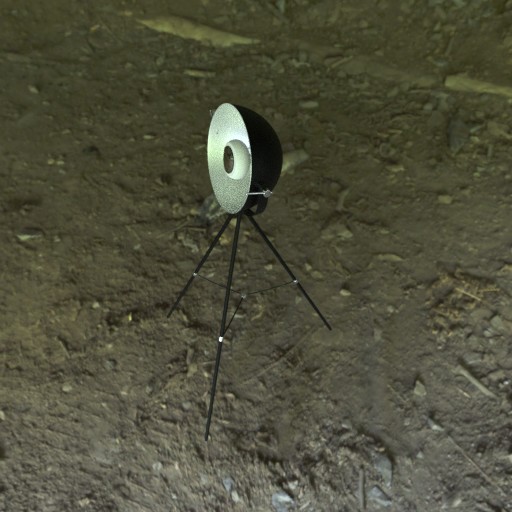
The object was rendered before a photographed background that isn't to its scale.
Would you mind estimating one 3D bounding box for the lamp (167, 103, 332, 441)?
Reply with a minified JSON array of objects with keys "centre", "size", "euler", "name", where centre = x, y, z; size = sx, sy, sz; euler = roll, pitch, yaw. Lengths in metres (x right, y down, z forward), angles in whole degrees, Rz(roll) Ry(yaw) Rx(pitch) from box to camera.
[{"centre":[0.000,0.000,2.049],"size":[0.920,1.512,0.817],"euler":[-18,49,-16],"name":"lamp"}]
